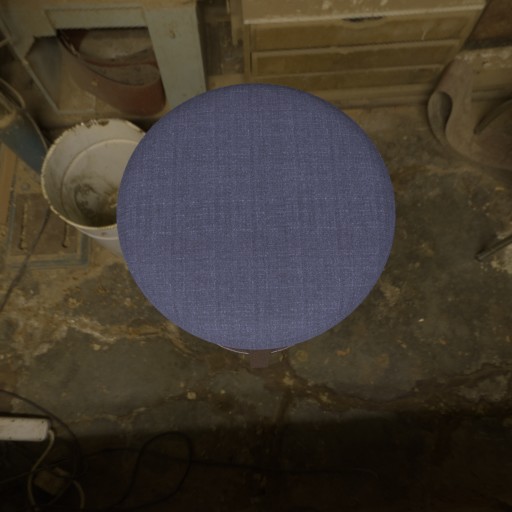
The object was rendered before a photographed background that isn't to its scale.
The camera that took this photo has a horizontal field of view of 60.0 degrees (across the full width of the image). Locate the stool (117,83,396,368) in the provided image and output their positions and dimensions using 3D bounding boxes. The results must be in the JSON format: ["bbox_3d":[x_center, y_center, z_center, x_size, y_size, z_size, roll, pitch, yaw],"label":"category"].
[{"bbox_3d":[0.000,0.000,0.955,0.449,0.655,0.449,0,74,0],"label":"stool"}]
